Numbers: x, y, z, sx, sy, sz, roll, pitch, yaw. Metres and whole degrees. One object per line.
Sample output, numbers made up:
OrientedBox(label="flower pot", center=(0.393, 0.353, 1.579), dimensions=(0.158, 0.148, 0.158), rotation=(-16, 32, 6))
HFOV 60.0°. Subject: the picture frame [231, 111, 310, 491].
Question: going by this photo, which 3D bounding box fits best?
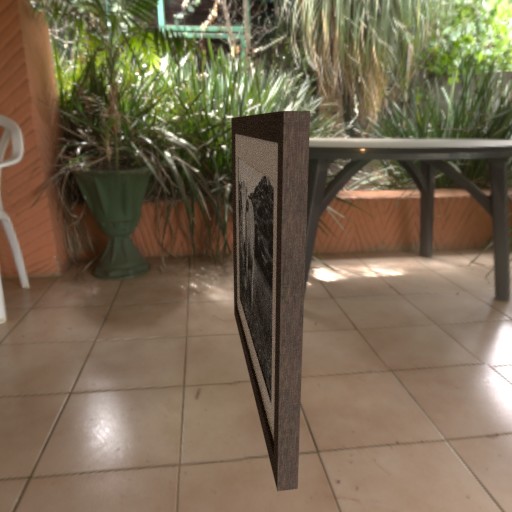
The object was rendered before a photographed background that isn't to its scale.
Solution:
OrientedBox(label="picture frame", center=(0.000, 0.000, 0.753), dimensions=(0.026, 0.455, 0.546), rotation=(-2, 17, -8))
